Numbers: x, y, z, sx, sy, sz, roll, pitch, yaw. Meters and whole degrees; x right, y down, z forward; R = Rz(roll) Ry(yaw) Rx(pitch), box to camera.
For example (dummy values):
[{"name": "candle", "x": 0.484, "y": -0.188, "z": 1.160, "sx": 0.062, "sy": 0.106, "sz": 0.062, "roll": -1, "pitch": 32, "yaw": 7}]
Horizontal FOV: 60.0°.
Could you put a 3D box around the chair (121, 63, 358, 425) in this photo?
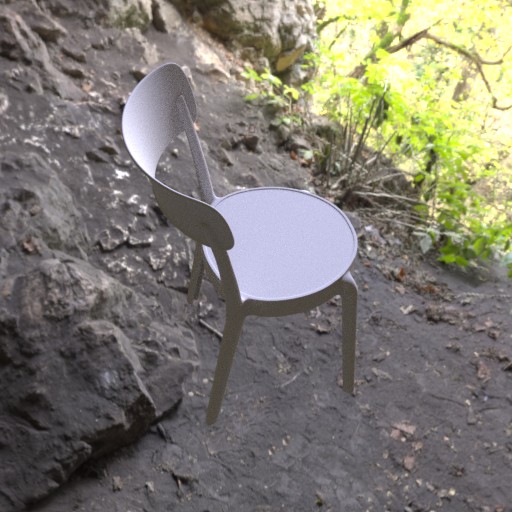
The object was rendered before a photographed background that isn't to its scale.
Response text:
[{"name": "chair", "x": 0.000, "y": 0.000, "z": 1.106, "sx": 0.491, "sy": 0.790, "sz": 0.506, "roll": -9, "pitch": 47, "yaw": -9}]
